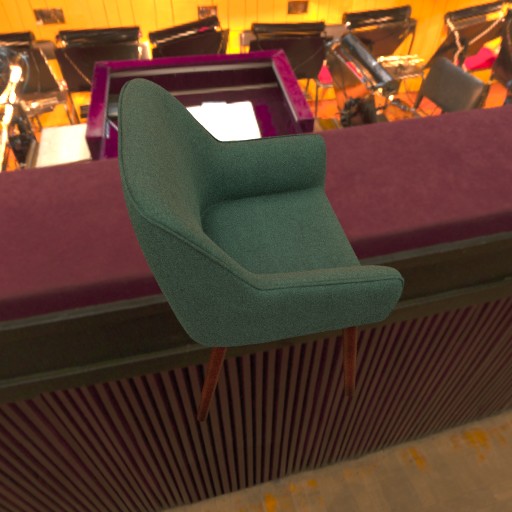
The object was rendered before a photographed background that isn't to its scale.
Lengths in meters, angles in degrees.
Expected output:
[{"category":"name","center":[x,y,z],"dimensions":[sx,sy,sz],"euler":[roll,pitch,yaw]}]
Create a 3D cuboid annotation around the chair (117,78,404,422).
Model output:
[{"category":"chair","center":[0.000,0.000,1.135],"dimensions":[0.519,0.803,0.543],"euler":[-9,48,-8]}]
